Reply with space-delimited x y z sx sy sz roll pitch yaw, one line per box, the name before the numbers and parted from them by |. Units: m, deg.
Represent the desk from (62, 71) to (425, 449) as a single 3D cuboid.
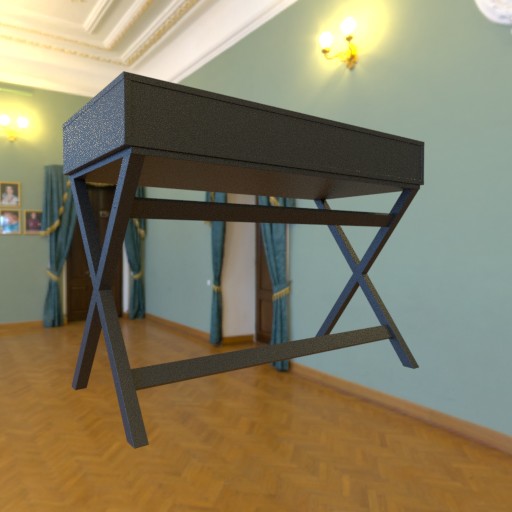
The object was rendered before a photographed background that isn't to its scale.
desk | 0.000 0.000 1.434 1.057 0.780 0.525 -1 2 -37
